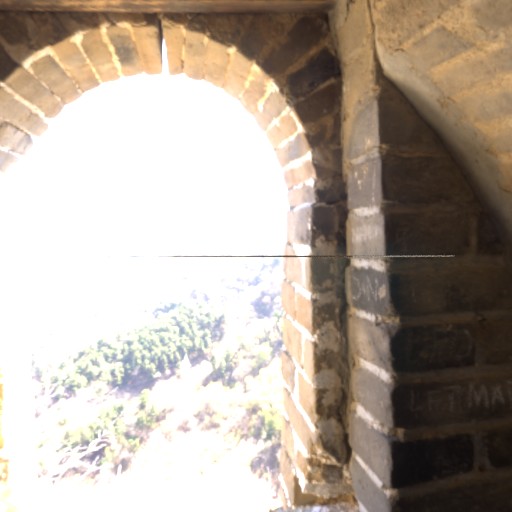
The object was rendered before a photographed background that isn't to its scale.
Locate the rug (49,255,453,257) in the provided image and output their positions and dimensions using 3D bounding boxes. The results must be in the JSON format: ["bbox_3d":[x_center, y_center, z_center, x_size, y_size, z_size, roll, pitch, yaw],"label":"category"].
[{"bbox_3d":[0.000,0.000,4.108,2.977,0.008,2.380,0,0,36],"label":"rug"}]
